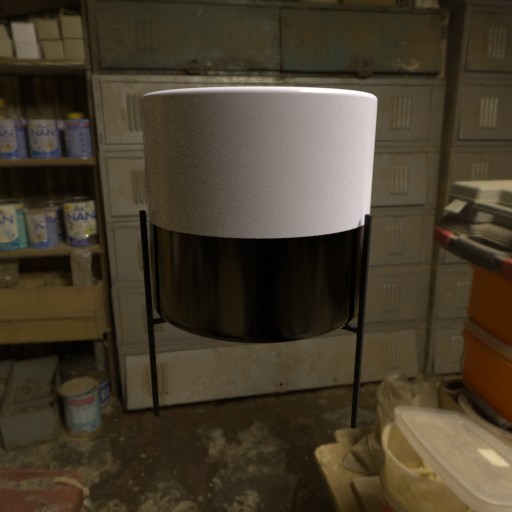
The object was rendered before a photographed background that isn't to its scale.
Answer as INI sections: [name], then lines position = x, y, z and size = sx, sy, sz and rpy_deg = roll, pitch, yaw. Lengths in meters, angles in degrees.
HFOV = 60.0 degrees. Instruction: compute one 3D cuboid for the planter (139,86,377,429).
[planter]
position = 0.000, 0.000, 0.639
size = 0.310, 0.432, 0.310
rpy_deg = -3, 16, -9
